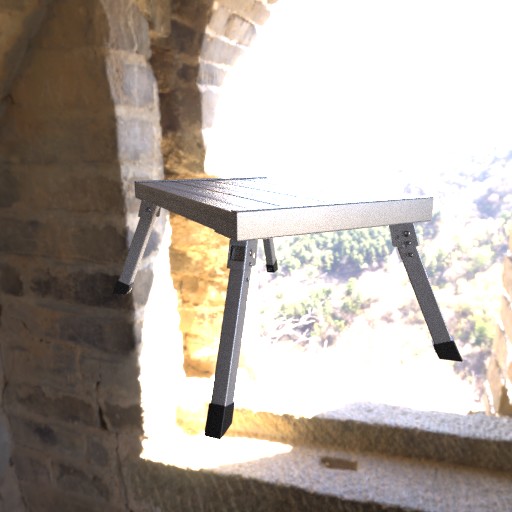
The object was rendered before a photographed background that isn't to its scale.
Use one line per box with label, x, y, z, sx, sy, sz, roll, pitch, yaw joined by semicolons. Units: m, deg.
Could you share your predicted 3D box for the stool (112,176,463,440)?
stool;0.000;0.000;0.731;0.385;0.225;0.535;-7;16;-27
